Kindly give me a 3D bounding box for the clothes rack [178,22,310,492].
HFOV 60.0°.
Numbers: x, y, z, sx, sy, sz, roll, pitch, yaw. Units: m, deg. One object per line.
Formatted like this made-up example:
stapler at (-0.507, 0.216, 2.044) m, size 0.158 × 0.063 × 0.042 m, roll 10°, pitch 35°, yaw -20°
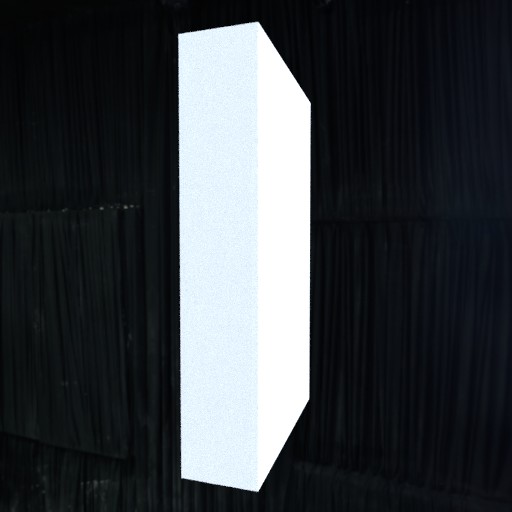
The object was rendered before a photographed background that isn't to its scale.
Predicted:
clothes rack at (0.000, 0.000, 1.601) m, size 0.250 × 1.280 × 0.750 m, roll 1°, pitch 2°, yaw 18°
